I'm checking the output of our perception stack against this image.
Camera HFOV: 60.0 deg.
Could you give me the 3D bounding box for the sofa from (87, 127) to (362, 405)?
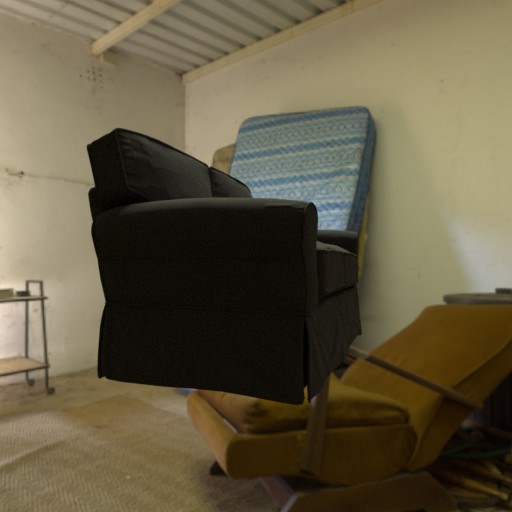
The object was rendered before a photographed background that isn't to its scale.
[{"bbox_3d":[0.000,0.000,2.441,0.997,1.059,1.801,0,-1,19],"label":"sofa"}]
